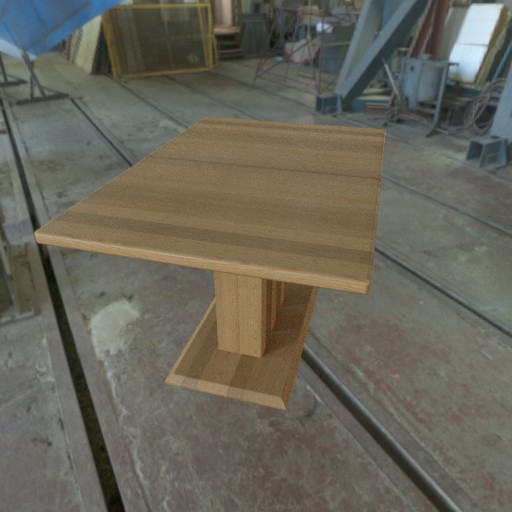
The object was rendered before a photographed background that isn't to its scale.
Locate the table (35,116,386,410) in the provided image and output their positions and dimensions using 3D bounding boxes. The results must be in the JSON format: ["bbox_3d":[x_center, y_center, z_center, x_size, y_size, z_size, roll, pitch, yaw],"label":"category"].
[{"bbox_3d":[0.000,0.000,1.835,0.900,0.770,1.300,8,32,13],"label":"table"}]
